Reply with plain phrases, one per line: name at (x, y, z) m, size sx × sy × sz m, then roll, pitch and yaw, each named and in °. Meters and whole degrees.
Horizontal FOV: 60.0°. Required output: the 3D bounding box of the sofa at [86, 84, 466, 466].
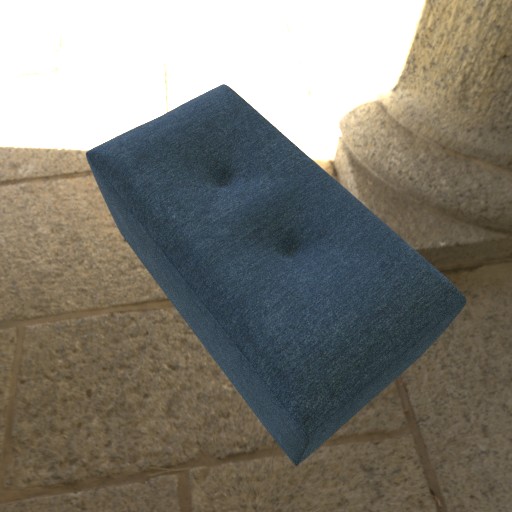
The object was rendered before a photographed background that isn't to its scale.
sofa at (0.000, 0.000, 1.217) m, size 0.480 × 0.470 × 0.930 m, roll -34°, pitch 64°, yaw -19°
